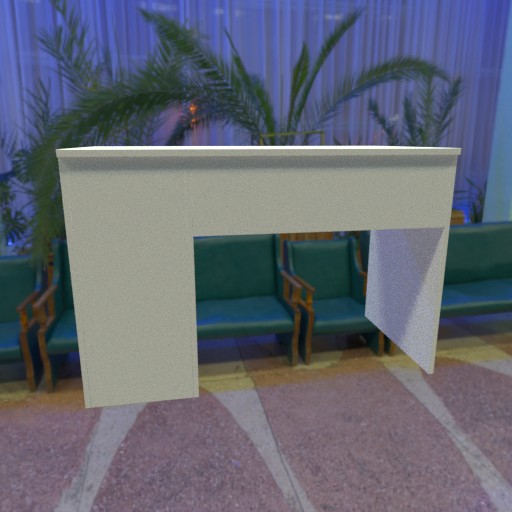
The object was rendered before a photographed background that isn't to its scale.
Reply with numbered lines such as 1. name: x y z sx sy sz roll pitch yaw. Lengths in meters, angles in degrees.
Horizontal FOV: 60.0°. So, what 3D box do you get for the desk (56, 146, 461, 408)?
1. desk: 0.000 0.000 1.532 1.096 0.730 0.560 -3 15 -10
